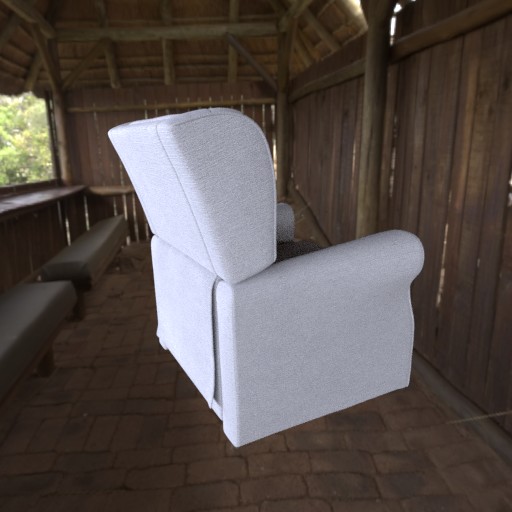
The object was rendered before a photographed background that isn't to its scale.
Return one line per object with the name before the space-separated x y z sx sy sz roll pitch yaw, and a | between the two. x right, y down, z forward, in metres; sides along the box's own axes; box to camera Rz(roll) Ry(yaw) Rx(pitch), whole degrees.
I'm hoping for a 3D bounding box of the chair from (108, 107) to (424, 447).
chair | 0.000 0.000 1.620 0.854 0.966 0.906 -7 16 -27
